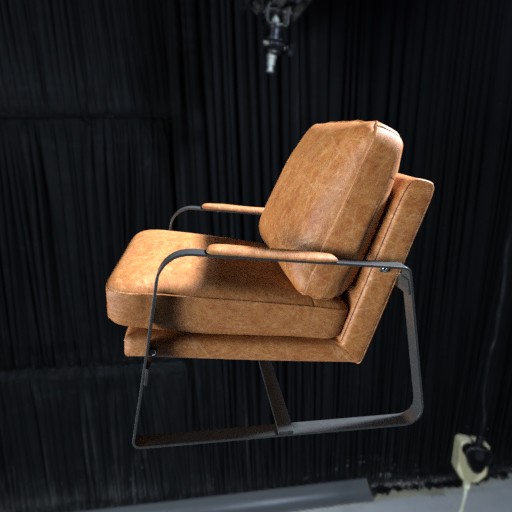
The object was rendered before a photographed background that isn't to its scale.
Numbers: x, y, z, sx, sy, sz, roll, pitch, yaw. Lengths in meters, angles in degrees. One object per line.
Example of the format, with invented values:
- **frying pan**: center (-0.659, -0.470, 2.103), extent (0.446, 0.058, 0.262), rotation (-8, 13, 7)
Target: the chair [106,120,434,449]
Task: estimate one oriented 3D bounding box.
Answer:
- **chair**: center (0.000, 0.000, 1.329), extent (0.801, 0.777, 0.651), rotation (-2, 16, -7)
